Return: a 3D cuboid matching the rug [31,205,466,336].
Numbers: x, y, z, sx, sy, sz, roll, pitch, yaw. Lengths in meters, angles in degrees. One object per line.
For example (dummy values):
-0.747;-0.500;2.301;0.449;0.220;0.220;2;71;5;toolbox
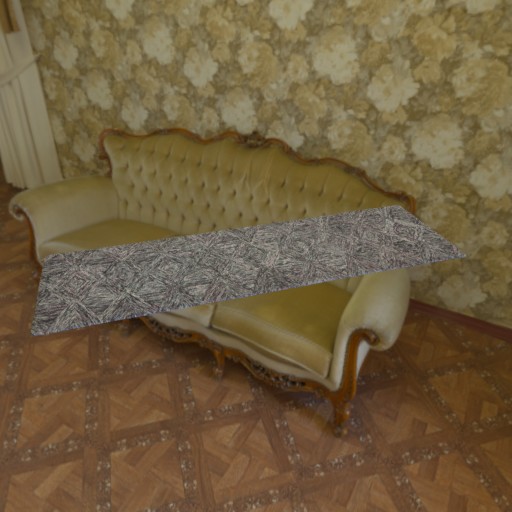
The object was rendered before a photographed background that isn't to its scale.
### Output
0.000;0.000;2.528;2.305;0.013;0.719;-9;33;-15;rug
